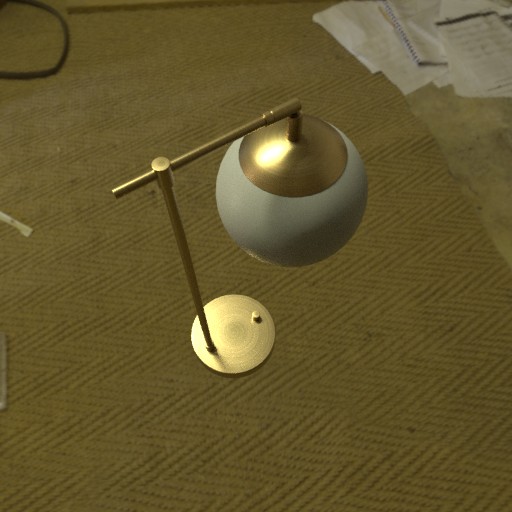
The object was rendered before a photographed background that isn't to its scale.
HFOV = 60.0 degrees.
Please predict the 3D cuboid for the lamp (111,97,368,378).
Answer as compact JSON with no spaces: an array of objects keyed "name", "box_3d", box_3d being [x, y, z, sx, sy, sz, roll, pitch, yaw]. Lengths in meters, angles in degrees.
[{"name":"lamp","box_3d":[0.000,0.000,0.694,0.324,0.559,0.207,-31,64,-17]}]
